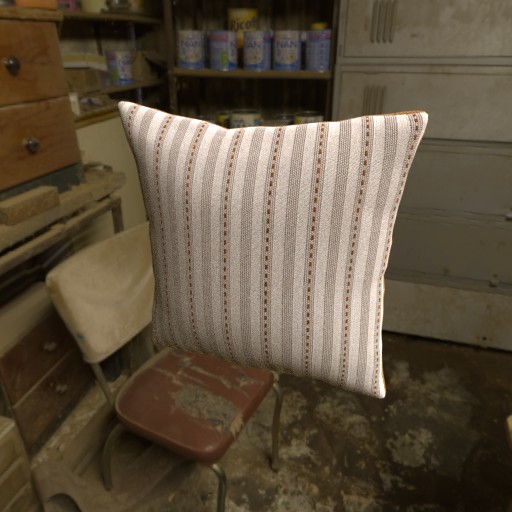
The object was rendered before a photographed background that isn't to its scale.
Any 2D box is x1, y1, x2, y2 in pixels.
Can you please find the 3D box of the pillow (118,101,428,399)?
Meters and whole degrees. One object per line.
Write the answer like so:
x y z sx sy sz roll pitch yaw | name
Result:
0.000 0.000 0.671 0.432 0.437 0.147 8 27 17 | pillow
